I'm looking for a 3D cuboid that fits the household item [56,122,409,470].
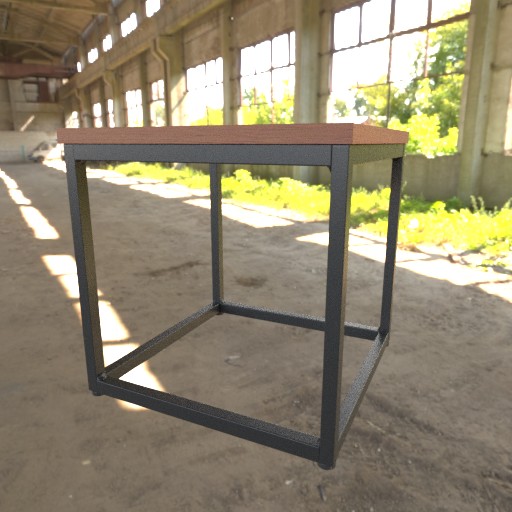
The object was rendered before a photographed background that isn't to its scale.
[{"bbox_3d":[0.000,0.000,0.732,0.400,0.400,0.400,7,16,25],"label":"household item"}]
